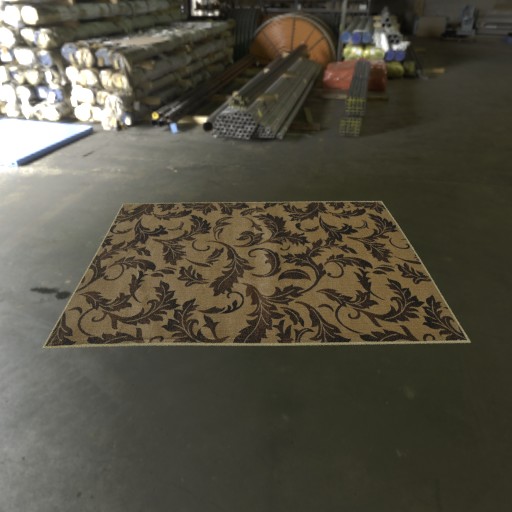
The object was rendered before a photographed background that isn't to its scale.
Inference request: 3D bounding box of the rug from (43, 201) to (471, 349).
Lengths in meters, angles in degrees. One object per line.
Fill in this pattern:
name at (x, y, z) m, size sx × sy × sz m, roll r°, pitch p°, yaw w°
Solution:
rug at (0.000, 0.000, 4.068) m, size 2.977 × 0.008 × 2.380 m, roll -1°, pitch 31°, yaw -1°
